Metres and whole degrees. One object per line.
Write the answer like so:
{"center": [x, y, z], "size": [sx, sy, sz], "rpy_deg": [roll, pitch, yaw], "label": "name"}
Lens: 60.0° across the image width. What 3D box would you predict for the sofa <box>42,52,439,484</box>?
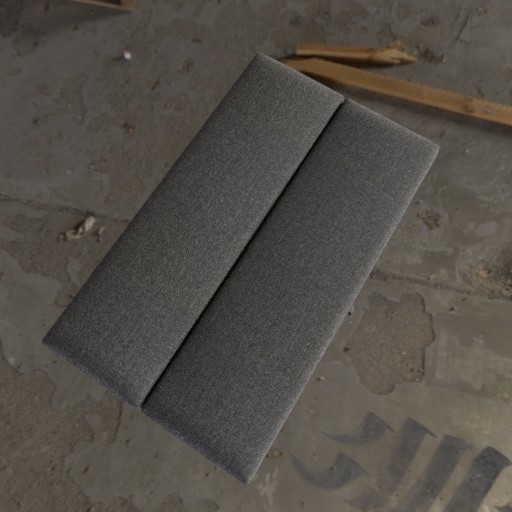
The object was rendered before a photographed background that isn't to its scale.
{"center": [0.000, 0.000, 1.556], "size": [0.782, 0.417, 1.198], "rpy_deg": [31, 76, 8], "label": "sofa"}
